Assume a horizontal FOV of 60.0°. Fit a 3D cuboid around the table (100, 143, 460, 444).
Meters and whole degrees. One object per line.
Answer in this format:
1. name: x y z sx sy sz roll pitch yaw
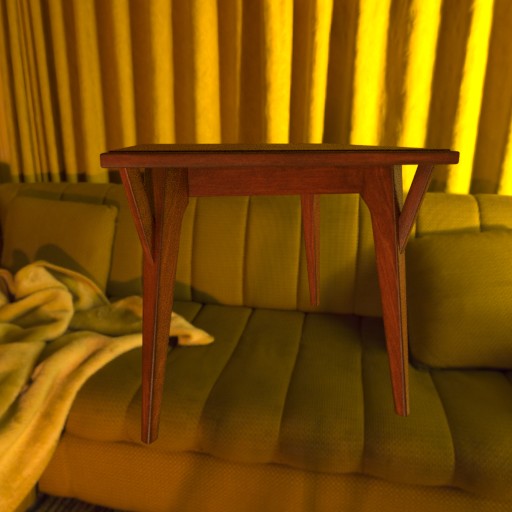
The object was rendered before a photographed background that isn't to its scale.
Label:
1. table: 0.000 0.000 1.576 0.838 0.761 0.991 -2 15 -9
